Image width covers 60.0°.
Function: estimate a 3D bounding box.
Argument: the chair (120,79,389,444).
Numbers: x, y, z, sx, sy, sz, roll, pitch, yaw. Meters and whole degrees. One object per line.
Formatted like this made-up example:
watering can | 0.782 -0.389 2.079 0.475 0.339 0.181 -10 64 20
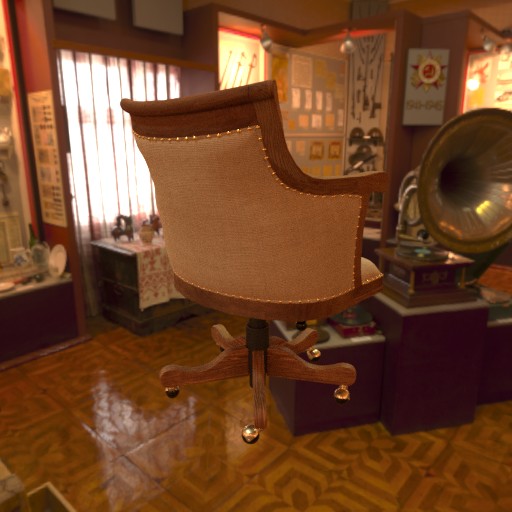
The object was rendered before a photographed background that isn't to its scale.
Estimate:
chair | 0.000 0.000 1.426 0.656 0.965 0.689 13 20 42
